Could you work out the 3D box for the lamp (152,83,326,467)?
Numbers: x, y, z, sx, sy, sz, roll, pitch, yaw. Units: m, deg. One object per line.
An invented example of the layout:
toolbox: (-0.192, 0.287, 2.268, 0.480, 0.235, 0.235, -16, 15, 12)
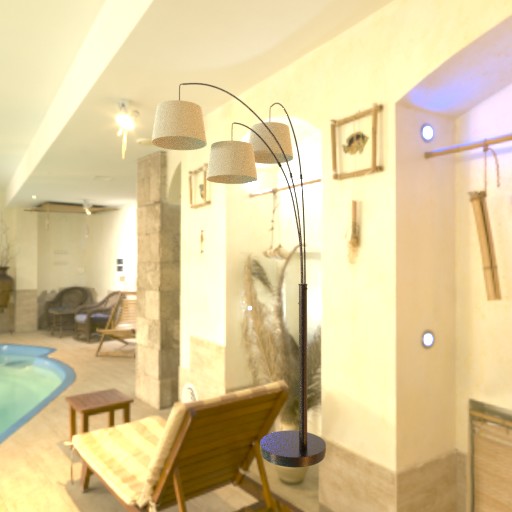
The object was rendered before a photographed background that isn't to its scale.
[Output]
lamp: (0.000, 0.000, 2.441, 0.951, 1.950, 0.924, 0, -1, -35)
